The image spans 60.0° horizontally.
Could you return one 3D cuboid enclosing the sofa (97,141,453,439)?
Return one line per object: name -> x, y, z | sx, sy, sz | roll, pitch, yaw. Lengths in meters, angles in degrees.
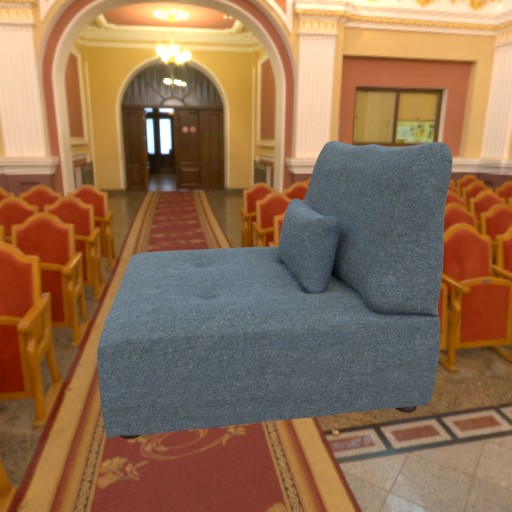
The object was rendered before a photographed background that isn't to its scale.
sofa -> 0.000, 0.000, 1.639 | 1.000, 0.820, 0.930 | -2, 15, -9
